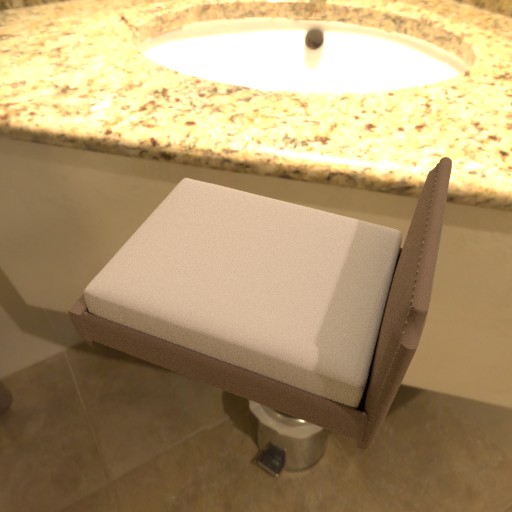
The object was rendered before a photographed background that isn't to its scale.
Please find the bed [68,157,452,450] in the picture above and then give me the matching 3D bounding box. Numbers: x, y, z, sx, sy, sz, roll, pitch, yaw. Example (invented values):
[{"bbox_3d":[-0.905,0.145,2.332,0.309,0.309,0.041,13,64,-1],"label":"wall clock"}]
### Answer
[{"bbox_3d":[0.000,0.000,3.366,2.372,1.443,1.713,16,47,15],"label":"bed"}]
